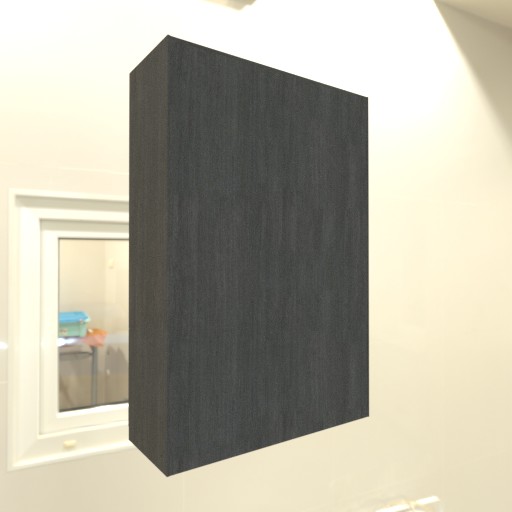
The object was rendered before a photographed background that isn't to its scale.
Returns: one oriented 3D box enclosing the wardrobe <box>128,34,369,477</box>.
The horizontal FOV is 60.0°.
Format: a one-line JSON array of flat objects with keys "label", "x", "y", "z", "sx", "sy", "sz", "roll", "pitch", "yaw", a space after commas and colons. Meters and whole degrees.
[{"label": "wardrobe", "x": 0.000, "y": 0.000, "z": 2.490, "sx": 1.290, "sy": 1.910, "sz": 0.510, "roll": 0, "pitch": -1, "yaw": -35}]
